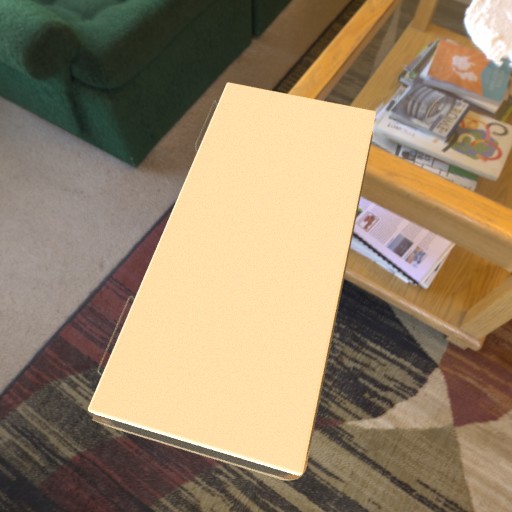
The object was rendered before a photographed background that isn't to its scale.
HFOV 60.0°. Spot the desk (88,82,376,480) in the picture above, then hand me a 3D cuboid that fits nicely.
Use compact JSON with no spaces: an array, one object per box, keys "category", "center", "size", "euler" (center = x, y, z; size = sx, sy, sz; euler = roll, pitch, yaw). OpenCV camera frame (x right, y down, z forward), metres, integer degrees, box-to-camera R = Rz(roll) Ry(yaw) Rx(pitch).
[{"category":"desk","center":[0.000,0.000,2.257],"size":[0.900,0.455,1.900],"euler":[14,64,7]}]
